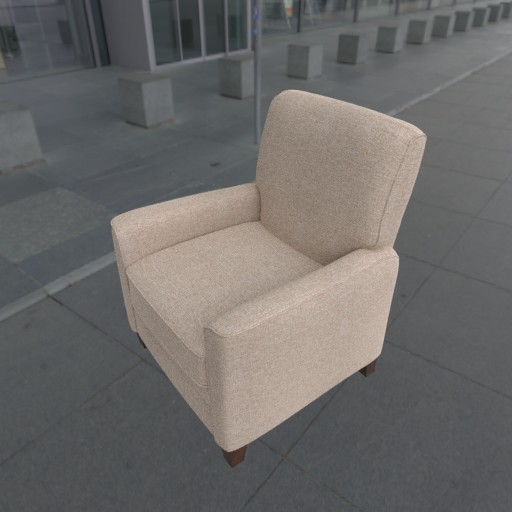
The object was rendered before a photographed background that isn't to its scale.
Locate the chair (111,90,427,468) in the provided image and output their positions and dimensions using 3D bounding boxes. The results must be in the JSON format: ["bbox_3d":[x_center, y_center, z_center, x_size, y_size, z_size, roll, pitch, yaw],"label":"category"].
[{"bbox_3d":[0.000,0.000,1.658,0.858,1.028,0.841,-22,39,-30],"label":"chair"}]
